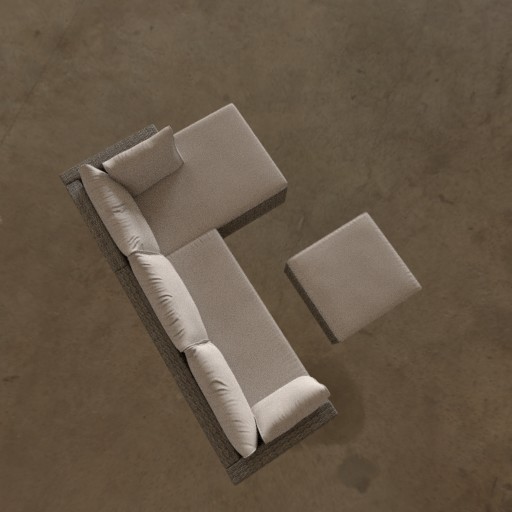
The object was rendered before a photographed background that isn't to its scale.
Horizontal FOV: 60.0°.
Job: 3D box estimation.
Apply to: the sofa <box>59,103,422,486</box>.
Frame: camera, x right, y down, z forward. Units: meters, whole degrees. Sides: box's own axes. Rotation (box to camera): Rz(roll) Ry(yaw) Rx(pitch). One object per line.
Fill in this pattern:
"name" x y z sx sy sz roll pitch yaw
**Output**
"sofa" 0.000 0.000 3.002 1.662 0.766 2.192 -31 78 -7
